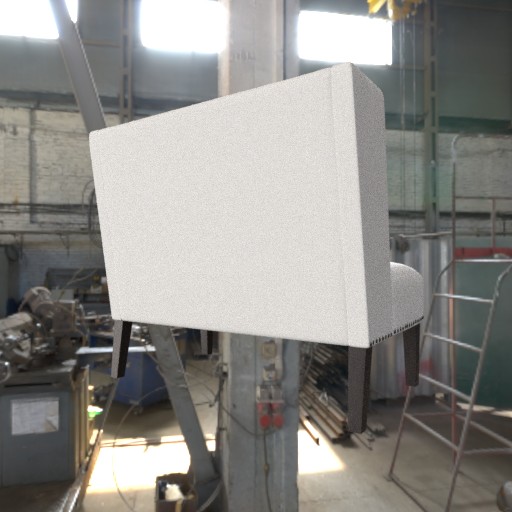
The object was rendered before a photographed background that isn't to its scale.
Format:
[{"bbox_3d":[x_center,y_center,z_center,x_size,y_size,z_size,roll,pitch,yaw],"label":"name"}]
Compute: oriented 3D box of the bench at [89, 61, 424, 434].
[{"bbox_3d":[0.000,0.000,1.981,1.280,1.123,0.847,-1,-1,34],"label":"bench"}]
